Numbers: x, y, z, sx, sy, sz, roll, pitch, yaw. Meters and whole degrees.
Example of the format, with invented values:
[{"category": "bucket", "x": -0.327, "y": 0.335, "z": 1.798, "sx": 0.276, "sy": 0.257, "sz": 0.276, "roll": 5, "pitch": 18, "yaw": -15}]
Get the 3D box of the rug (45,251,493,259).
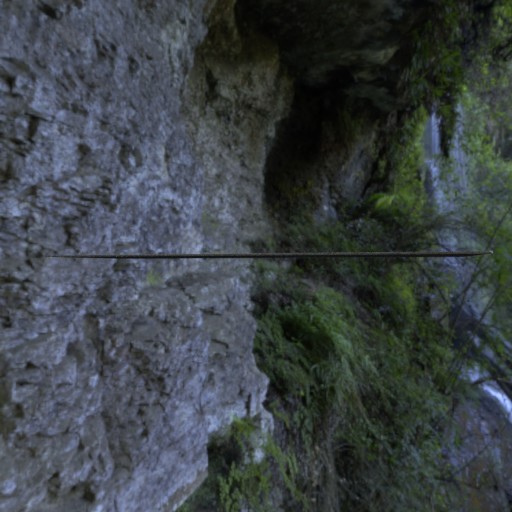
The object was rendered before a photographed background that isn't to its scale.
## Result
[{"category": "rug", "x": 0.000, "y": 0.000, "z": 2.680, "sx": 2.436, "sy": 0.013, "sz": 0.807, "roll": 0, "pitch": -1, "yaw": 18}]
